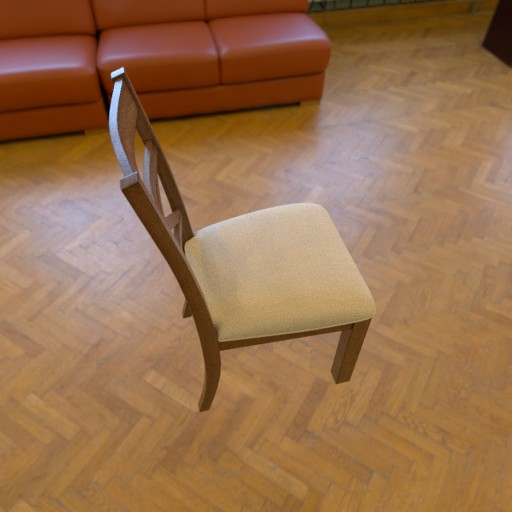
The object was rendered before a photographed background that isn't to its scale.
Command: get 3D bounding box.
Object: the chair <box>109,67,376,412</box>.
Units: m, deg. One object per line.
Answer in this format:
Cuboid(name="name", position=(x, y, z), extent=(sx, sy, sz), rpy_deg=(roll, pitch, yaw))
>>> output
Cuboid(name="chair", position=(0.000, 0.000, 1.240), extent=(0.581, 0.949, 0.461), rpy_deg=(-11, 50, -9))
